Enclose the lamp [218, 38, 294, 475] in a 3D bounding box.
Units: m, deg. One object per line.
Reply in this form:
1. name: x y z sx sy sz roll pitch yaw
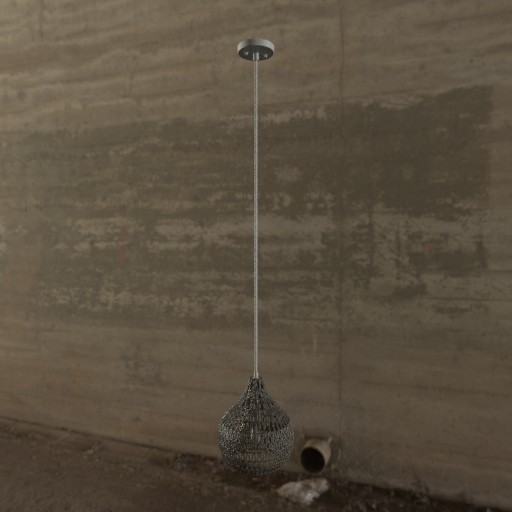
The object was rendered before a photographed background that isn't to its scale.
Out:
1. lamp: 0.000 0.000 2.051 0.355 1.919 0.355 0 1 -17
